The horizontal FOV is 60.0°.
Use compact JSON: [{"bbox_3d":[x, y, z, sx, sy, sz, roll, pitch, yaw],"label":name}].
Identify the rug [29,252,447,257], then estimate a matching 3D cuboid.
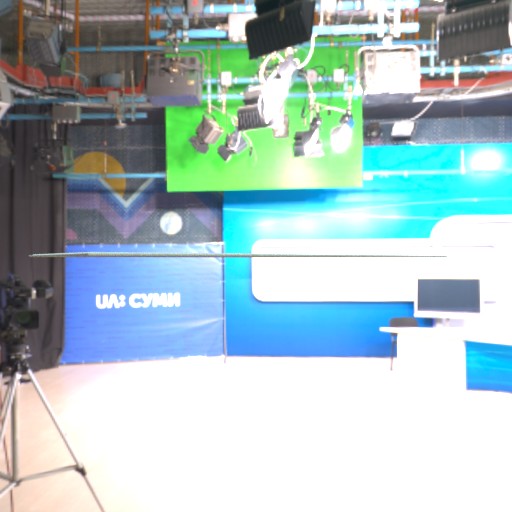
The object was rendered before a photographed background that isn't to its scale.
[{"bbox_3d":[0.000,0.000,1.425,1.219,0.007,0.604,0,0,-36],"label":"rug"}]
